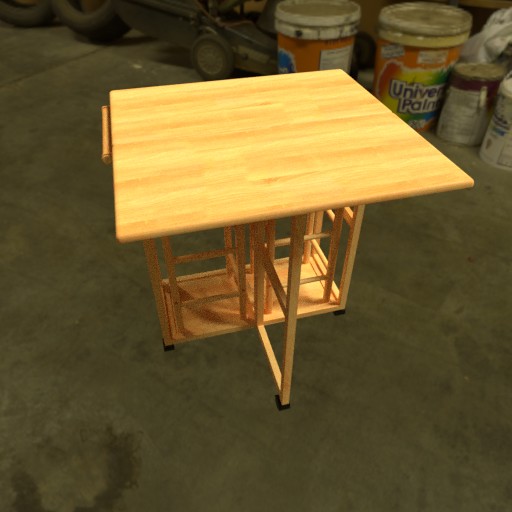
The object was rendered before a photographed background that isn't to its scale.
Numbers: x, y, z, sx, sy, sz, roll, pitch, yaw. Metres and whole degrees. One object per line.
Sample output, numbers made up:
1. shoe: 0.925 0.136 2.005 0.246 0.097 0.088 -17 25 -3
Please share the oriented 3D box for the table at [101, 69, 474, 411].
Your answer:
1. table: 0.000 0.000 1.361 0.752 0.832 0.693 -10 42 -11
